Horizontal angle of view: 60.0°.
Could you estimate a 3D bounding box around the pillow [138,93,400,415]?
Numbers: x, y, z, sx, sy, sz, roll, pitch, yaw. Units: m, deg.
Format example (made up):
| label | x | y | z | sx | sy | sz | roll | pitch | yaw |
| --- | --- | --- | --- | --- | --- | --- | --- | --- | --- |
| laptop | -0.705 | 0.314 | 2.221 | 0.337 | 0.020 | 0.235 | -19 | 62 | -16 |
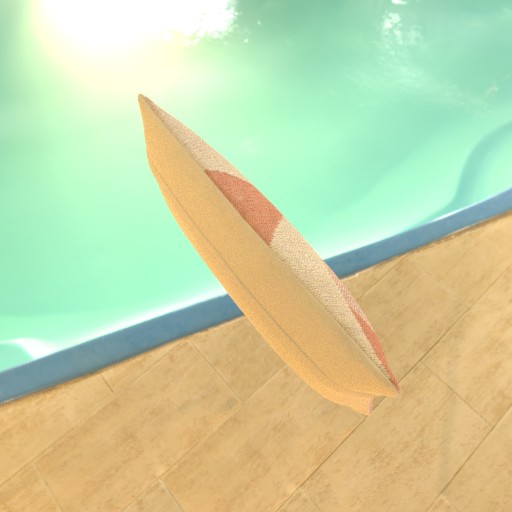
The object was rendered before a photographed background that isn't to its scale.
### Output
| label | x | y | z | sx | sy | sz | roll | pitch | yaw |
| --- | --- | --- | --- | --- | --- | --- | --- | --- | --- |
| pillow | 0.000 | 0.000 | 0.742 | 0.155 | 0.292 | 0.609 | -32 | 64 | -18 |
